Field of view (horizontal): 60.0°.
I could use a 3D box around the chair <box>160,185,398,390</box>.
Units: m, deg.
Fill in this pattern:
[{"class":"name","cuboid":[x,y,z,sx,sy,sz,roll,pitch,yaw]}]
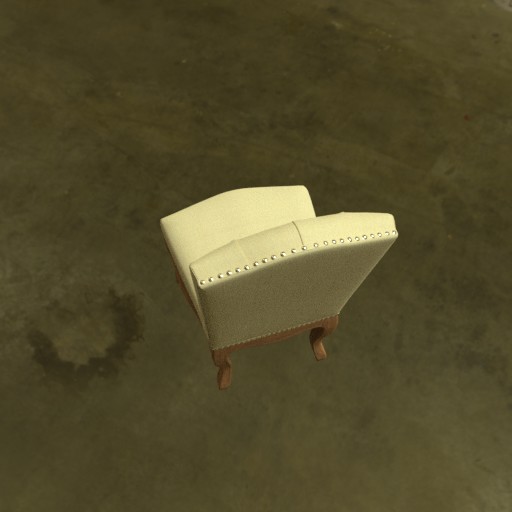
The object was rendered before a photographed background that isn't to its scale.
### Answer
[{"class":"chair","cuboid":[0.000,0.000,1.573,0.623,1.165,0.715,-14,60,-9]}]
